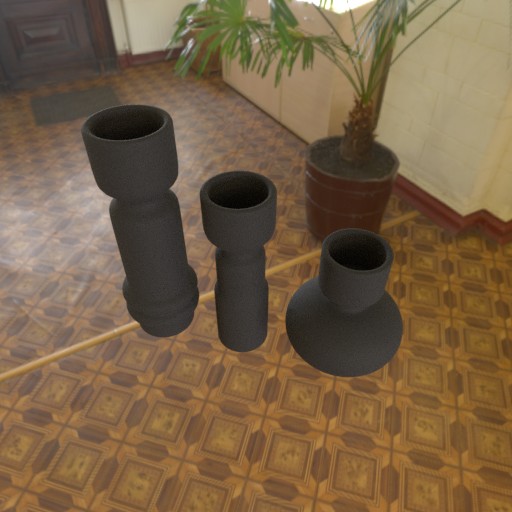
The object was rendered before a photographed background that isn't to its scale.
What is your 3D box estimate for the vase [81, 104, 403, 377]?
[{"bbox_3d":[0.000,0.000,0.431,0.307,0.249,0.120,10,43,11],"label":"vase"}]
